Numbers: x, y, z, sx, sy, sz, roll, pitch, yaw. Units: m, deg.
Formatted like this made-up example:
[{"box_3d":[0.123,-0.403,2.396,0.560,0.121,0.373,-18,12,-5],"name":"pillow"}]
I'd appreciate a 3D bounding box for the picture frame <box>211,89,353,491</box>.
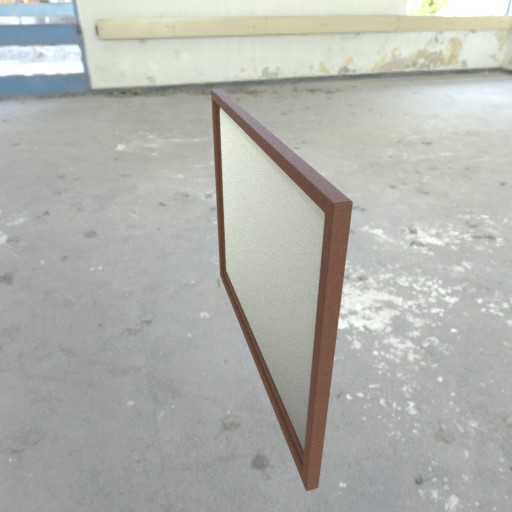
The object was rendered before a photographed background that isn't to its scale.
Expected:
[{"box_3d":[0.000,0.000,1.737,0.045,1.018,1.329,-8,32,-14],"name":"picture frame"}]
